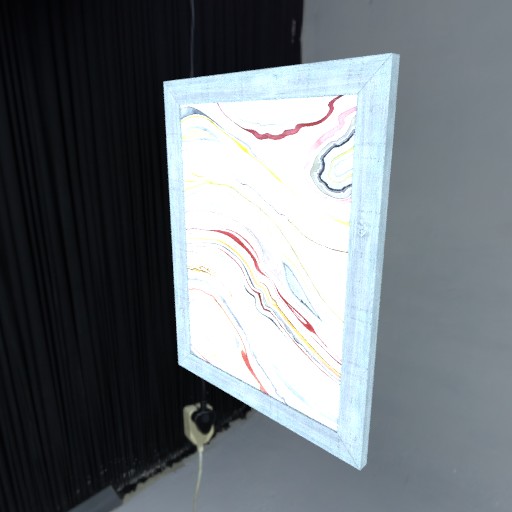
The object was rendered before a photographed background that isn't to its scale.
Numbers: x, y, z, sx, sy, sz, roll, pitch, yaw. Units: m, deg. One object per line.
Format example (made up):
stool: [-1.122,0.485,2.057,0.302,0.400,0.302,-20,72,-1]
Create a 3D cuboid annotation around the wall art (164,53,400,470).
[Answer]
wall art: [0.000,0.000,0.791,0.481,0.613,0.020,15,22,42]
